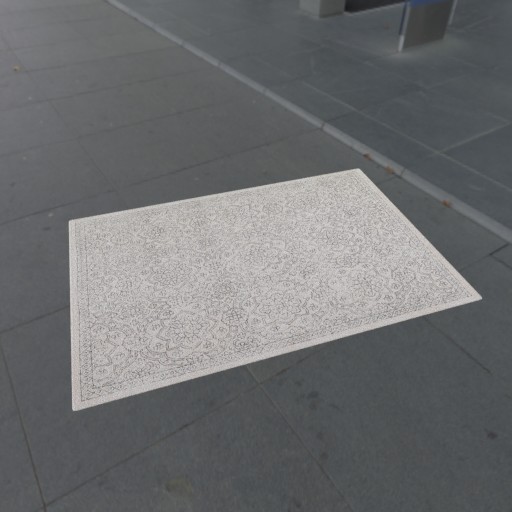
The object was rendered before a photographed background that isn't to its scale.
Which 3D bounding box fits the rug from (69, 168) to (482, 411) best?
[{"bbox_3d":[0.000,0.000,2.856,2.286,0.011,1.524,-12,43,-13],"label":"rug"}]
